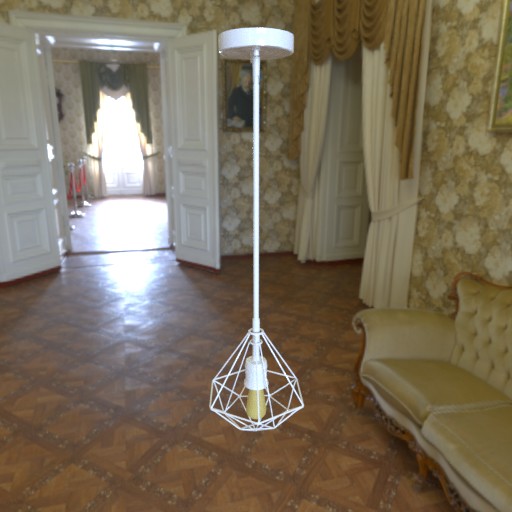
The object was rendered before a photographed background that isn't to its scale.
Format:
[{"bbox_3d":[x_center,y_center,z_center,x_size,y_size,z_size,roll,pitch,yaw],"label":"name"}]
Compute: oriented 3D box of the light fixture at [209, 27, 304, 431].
[{"bbox_3d":[0.000,0.000,1.950,0.487,1.764,0.431,7,16,27],"label":"light fixture"}]
